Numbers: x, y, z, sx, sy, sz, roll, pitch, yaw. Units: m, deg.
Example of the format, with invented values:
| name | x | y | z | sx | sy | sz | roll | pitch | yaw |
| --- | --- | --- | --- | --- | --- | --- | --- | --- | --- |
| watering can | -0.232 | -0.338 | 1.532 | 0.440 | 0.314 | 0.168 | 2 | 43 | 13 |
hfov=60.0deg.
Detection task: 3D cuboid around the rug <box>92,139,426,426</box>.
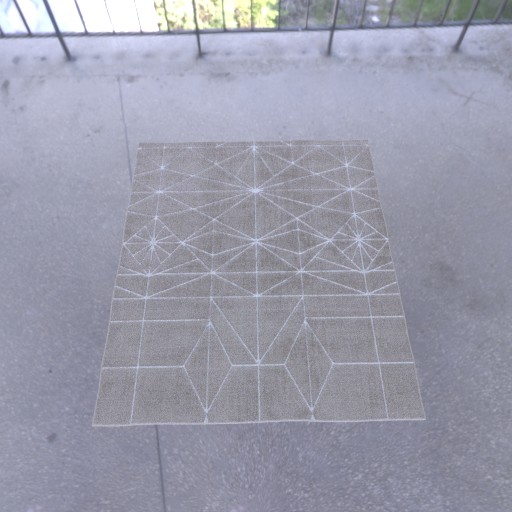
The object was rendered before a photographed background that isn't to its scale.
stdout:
| name | x | y | z | sx | sy | sz | roll | pitch | yaw |
| --- | --- | --- | --- | --- | --- | --- | --- | --- | --- |
| rug | 0.000 | 0.000 | 0.889 | 0.548 | 0.006 | 0.639 | -1 | 59 | -1 |
